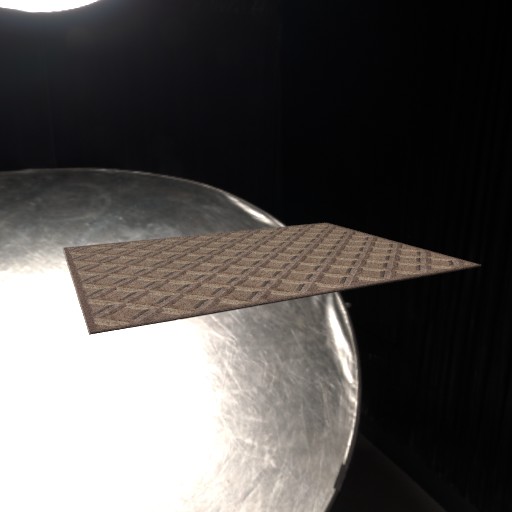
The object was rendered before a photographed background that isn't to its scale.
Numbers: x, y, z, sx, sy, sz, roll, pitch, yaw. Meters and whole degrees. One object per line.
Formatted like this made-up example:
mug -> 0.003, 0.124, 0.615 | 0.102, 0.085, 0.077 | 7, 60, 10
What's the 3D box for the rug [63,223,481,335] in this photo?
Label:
rug -> 0.000, 0.000, 4.255 | 3.294, 0.018, 2.382 | -7, 16, -25
